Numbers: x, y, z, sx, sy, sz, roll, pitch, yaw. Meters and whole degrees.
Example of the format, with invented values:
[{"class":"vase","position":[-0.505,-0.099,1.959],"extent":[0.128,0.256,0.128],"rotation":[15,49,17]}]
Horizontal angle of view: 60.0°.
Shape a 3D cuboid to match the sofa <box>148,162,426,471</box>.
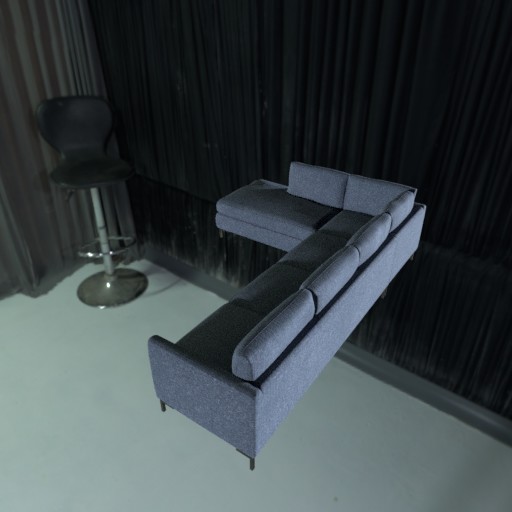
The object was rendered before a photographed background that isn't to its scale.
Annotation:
[{"class":"sofa","position":[0.000,0.000,3.848],"extent":[2.007,0.815,2.949],"rotation":[20,36,29]}]
